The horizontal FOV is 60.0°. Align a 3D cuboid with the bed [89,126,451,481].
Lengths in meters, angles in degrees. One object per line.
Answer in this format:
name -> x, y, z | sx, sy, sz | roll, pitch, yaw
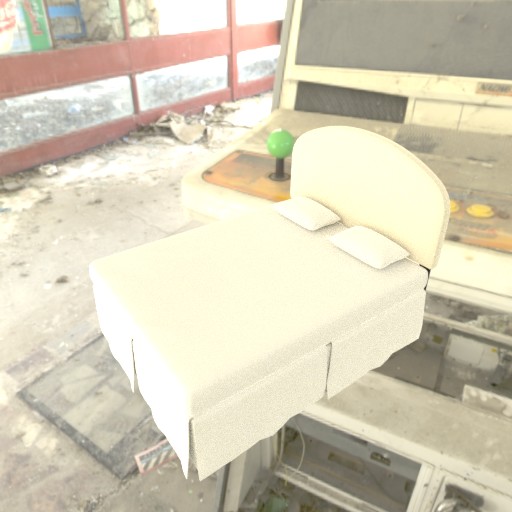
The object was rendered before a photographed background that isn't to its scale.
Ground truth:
bed -> 0.000, 0.000, 3.059 | 2.005, 1.410, 1.607 | -21, 37, -30
